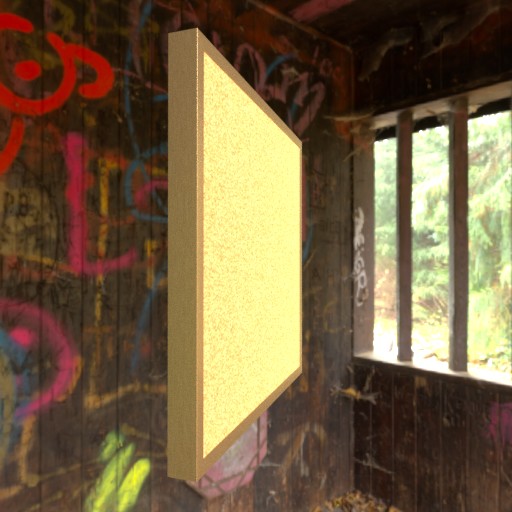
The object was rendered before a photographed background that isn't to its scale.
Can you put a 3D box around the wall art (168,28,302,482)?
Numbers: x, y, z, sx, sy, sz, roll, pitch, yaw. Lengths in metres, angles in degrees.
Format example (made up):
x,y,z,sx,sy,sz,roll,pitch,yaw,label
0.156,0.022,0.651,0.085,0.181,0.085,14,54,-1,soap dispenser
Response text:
x,y,z,sx,sy,sz,roll,pitch,yaw,label
0.000,0.000,0.743,0.037,0.509,0.510,0,-1,19,wall art
